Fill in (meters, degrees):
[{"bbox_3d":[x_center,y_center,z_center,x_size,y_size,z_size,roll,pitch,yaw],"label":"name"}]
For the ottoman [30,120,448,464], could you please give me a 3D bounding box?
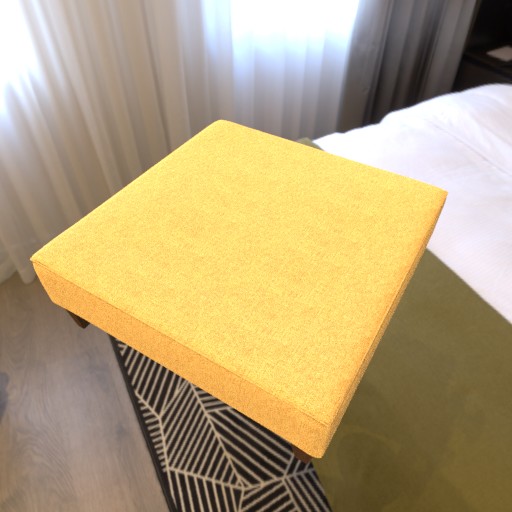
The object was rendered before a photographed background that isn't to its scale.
[{"bbox_3d":[0.000,0.000,1.507,0.970,0.378,0.981,23,49,22],"label":"ottoman"}]
